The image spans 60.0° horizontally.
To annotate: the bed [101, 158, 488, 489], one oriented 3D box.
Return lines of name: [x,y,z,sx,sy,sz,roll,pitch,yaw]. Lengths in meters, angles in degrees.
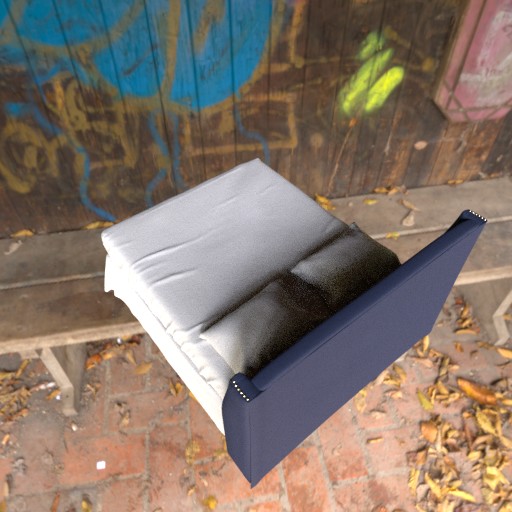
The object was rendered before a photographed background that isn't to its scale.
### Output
bed: [0.000,0.000,3.410,1.925,1.332,2.276,-31,54,-25]
